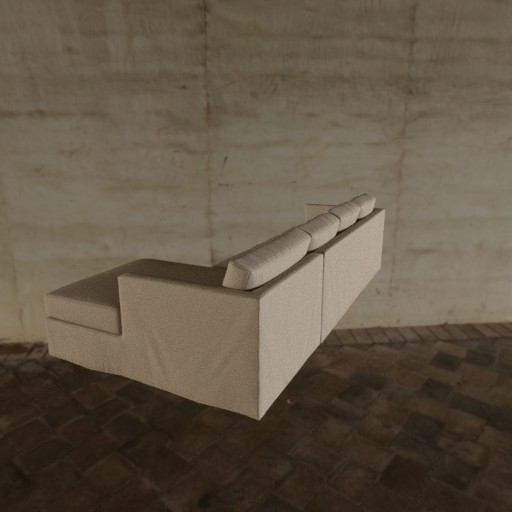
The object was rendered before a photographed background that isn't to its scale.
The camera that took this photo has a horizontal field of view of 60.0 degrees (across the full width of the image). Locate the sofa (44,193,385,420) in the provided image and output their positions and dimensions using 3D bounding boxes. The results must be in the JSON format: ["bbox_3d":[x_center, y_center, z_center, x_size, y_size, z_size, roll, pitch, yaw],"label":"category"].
[{"bbox_3d":[0.000,0.000,3.938,1.622,0.871,3.206,7,17,25],"label":"sofa"}]
